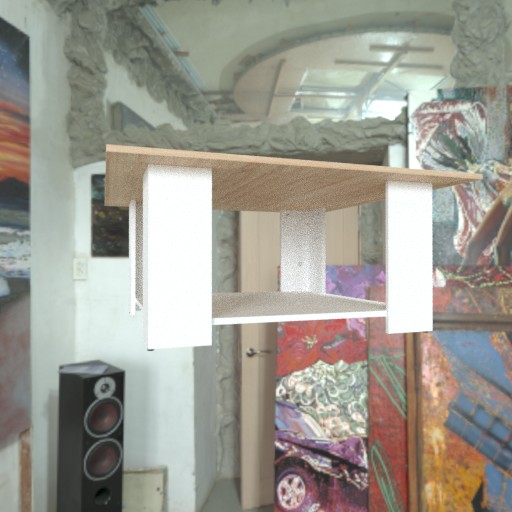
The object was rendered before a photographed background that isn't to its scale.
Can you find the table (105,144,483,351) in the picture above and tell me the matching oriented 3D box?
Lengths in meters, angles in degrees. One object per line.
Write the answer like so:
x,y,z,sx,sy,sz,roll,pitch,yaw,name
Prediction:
0.000,0.000,1.038,0.670,0.305,0.670,0,0,-19,table
